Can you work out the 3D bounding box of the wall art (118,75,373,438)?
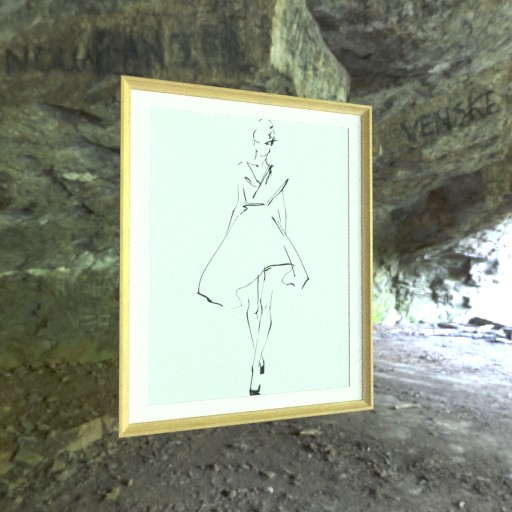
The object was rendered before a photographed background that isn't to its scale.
[{"bbox_3d":[0.000,0.000,1.358,0.798,1.002,0.030,0,-1,-18],"label":"wall art"}]
